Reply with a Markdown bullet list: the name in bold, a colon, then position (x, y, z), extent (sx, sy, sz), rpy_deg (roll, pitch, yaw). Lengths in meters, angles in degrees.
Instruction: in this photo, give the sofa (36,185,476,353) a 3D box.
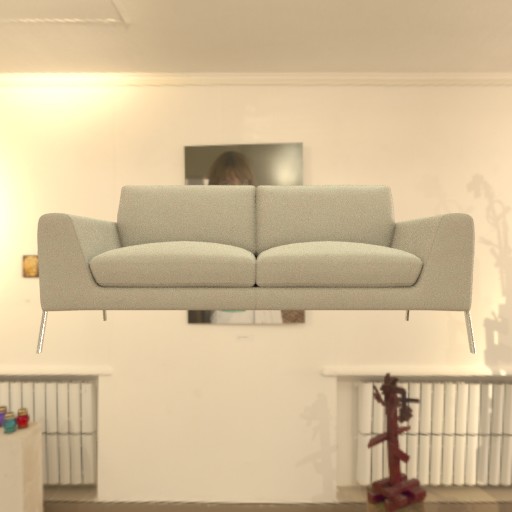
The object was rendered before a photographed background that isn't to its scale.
- **sofa**: position (0.000, 0.000, 2.478), extent (2.017, 0.875, 0.953), rpy_deg (0, 1, 0)
